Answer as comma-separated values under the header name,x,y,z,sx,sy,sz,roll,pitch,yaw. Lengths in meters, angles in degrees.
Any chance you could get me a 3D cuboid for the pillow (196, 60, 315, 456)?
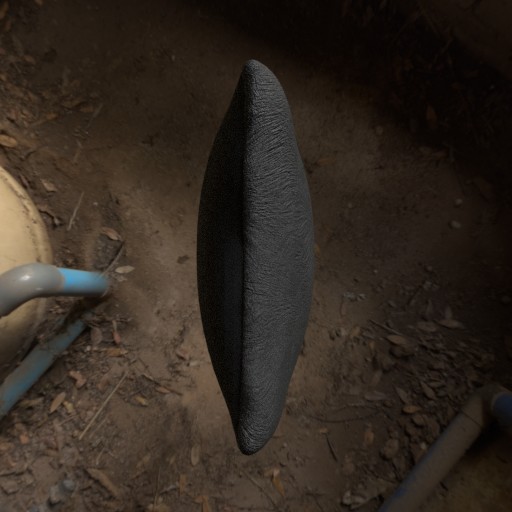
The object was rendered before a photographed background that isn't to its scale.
name,x,y,z,sx,sy,sz,roll,pitch,yaw
pillow,0.000,0.000,0.822,0.210,0.523,0.533,0,89,0
